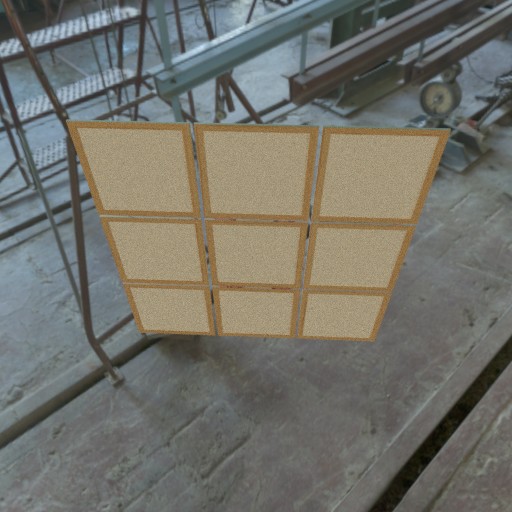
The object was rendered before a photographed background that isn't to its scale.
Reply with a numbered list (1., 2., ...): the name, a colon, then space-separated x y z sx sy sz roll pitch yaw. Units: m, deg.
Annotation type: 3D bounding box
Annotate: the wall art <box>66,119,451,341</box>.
1. wall art: 0.000 0.000 2.306 1.517 1.523 0.013 2 47 2
